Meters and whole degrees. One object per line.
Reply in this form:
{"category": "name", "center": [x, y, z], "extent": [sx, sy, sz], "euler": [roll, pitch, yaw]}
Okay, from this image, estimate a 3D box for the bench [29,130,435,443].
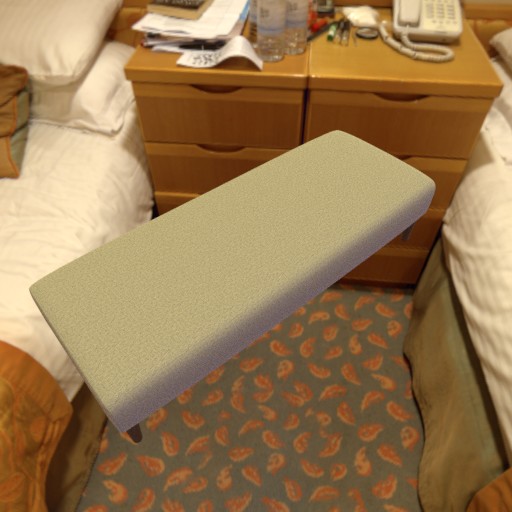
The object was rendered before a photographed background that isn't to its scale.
{"category": "bench", "center": [0.000, 0.000, 1.848], "extent": [1.598, 0.383, 0.631], "euler": [-32, 54, -27]}
